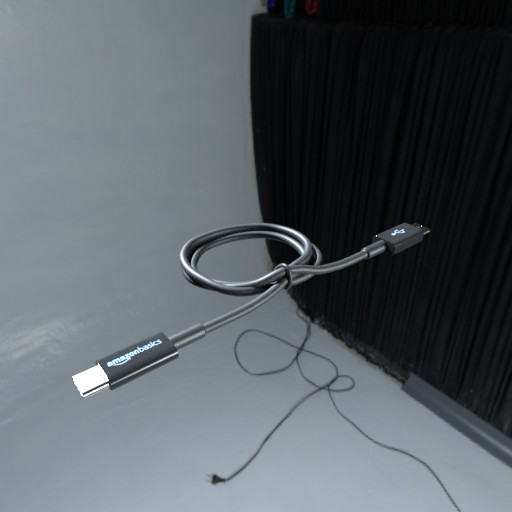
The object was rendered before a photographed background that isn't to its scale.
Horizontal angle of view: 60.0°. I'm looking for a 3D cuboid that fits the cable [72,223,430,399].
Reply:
[{"bbox_3d":[0.000,0.000,0.214,0.192,0.014,0.070,-21,37,-32],"label":"cable"}]
